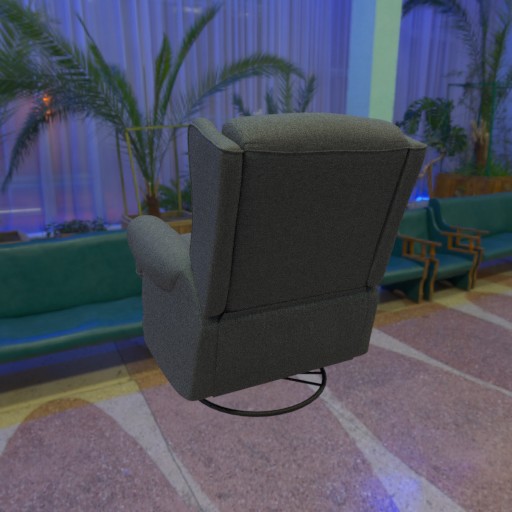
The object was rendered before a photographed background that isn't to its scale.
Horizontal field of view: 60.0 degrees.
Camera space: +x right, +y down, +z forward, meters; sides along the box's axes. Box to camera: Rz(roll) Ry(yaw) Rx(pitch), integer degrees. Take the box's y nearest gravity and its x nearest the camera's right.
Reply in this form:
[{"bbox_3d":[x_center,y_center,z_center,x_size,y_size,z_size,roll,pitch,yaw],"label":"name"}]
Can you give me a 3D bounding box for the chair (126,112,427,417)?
[{"bbox_3d":[0.000,0.000,1.691,0.847,1.011,0.969,-8,17,-26],"label":"chair"}]
